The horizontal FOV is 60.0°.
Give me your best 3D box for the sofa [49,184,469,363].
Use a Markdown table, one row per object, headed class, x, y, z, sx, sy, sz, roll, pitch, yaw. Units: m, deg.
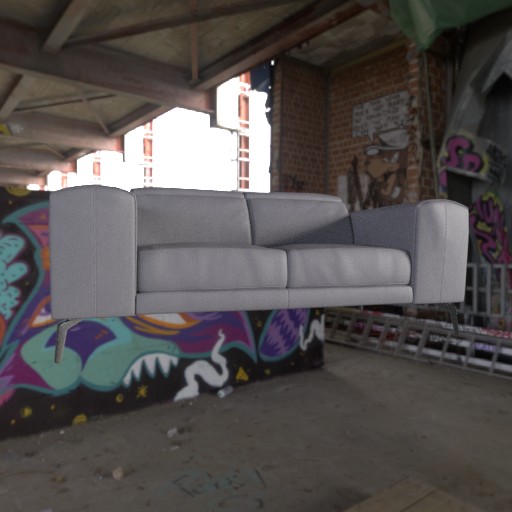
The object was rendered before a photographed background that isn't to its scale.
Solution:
| class | x | y | z | sx | sy | sz | roll | pitch | yaw |
| --- | --- | --- | --- | --- | --- | --- | --- | --- | --- |
| sofa | 0.000 | 0.000 | 2.333 | 1.895 | 0.779 | 1.003 | 0 | 1 | -18 |
